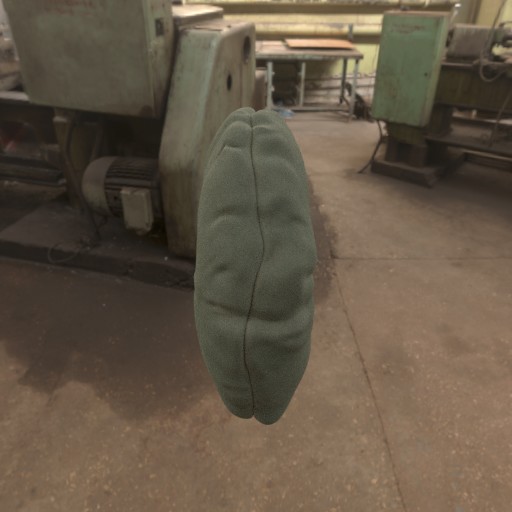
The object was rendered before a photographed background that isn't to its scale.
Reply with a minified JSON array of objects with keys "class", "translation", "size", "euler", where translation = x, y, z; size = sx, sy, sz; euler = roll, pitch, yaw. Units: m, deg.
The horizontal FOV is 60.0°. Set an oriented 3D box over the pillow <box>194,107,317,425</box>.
[{"class":"pillow","translation":[0.000,0.000,0.643],"size":[0.148,0.407,0.428],"euler":[1,32,1]}]
